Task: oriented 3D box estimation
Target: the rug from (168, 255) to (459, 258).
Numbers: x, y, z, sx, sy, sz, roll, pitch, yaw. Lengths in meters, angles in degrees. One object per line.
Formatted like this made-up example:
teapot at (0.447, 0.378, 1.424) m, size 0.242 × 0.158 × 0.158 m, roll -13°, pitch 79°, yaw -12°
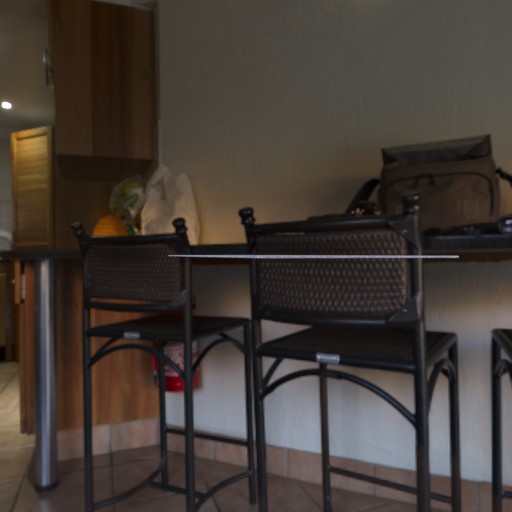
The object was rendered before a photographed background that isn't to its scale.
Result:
rug at (0.000, 0.000, 2.638) m, size 0.766 × 0.008 × 2.432 m, roll 0°, pitch 0°, yaw -18°
